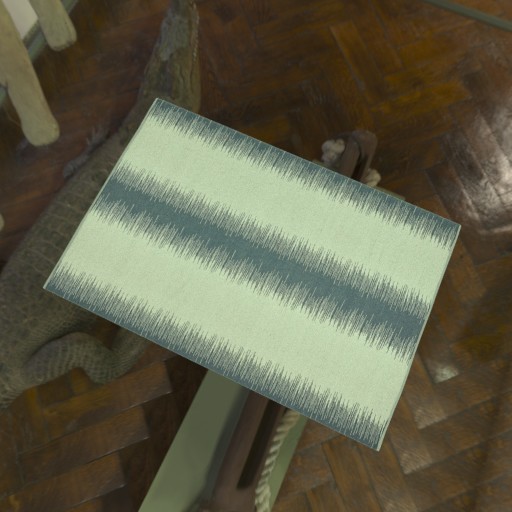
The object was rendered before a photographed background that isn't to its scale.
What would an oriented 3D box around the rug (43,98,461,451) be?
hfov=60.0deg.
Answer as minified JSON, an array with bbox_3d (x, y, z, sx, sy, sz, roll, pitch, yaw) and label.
[{"bbox_3d":[0.000,0.000,2.321,1.854,0.006,1.234,24,76,6],"label":"rug"}]
